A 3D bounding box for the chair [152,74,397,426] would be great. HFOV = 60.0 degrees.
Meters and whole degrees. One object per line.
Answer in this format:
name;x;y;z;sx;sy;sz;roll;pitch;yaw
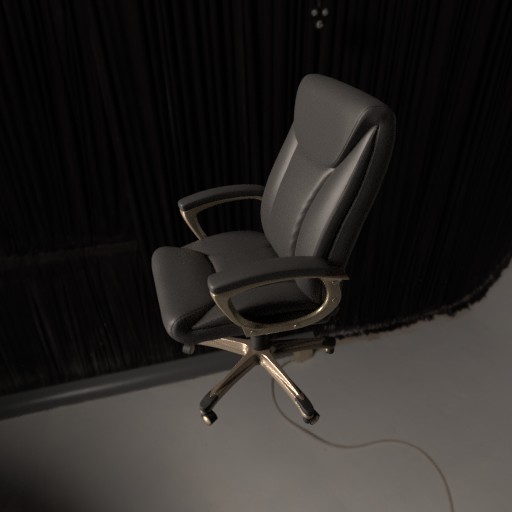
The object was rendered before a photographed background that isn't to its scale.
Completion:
chair;0.000;0.000;1.644;0.748;1.188;0.694;-9;34;-14
